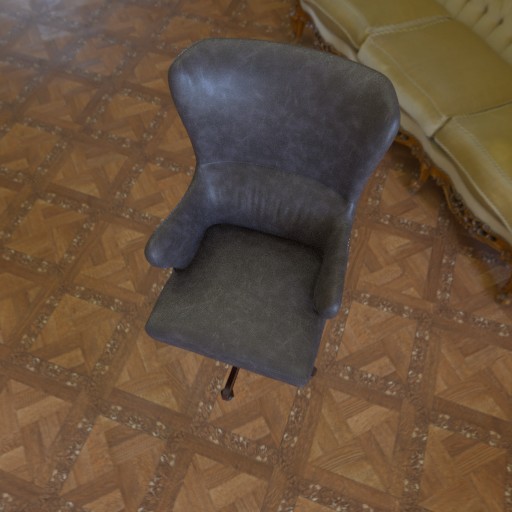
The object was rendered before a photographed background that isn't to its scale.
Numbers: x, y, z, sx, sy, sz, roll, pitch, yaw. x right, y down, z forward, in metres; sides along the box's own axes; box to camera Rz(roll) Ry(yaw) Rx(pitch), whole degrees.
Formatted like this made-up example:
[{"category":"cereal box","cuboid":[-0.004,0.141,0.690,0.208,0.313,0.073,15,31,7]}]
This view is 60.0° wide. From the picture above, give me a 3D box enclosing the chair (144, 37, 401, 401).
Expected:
[{"category":"chair","cuboid":[0.000,0.000,1.409,0.594,1.037,0.717,16,60,9]}]
